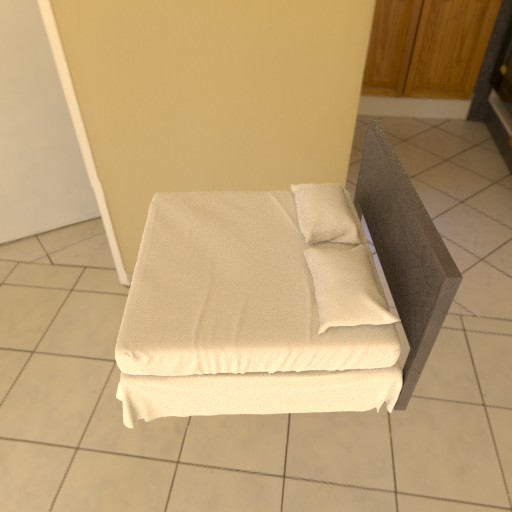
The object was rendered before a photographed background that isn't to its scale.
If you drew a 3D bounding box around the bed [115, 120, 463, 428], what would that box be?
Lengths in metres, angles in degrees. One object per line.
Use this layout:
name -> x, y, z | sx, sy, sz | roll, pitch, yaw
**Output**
bed -> 0.000, 0.000, 2.926 | 1.785, 1.142, 1.772 | -1, 42, -1
